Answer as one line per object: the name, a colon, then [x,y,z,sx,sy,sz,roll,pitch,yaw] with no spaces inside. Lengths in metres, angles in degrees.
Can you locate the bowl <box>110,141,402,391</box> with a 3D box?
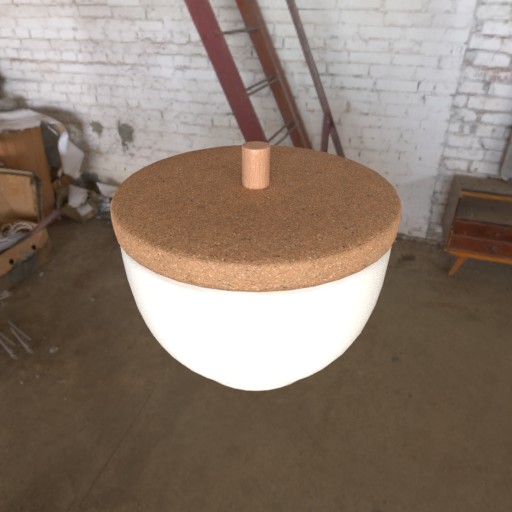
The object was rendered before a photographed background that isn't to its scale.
bowl: [0.000,0.000,0.217,0.126,0.110,0.126,0,32,0]
